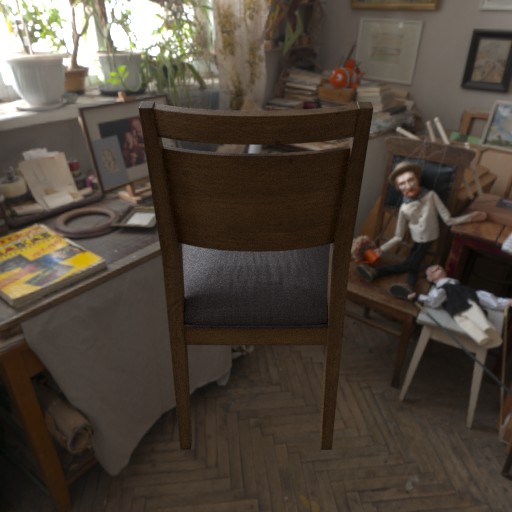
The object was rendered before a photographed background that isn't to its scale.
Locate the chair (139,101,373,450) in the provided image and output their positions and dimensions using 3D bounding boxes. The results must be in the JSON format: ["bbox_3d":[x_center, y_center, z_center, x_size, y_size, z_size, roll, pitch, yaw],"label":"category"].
[{"bbox_3d":[0.000,0.000,1.268,0.501,0.939,0.610,0,29,0],"label":"chair"}]
